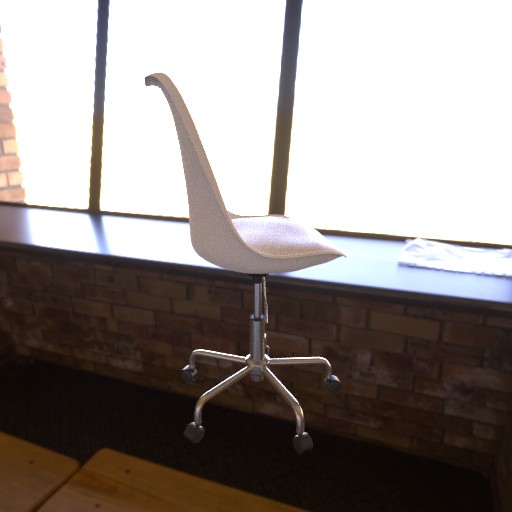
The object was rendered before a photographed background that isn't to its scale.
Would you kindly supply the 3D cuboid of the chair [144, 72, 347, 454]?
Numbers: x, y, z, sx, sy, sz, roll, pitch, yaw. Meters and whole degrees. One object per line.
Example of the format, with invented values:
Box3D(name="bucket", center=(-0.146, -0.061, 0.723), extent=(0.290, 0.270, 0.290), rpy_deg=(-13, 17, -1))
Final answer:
Box3D(name="chair", center=(0.000, 0.000, 1.252), extent=(0.550, 0.930, 0.550), rpy_deg=(-3, 17, -10))
